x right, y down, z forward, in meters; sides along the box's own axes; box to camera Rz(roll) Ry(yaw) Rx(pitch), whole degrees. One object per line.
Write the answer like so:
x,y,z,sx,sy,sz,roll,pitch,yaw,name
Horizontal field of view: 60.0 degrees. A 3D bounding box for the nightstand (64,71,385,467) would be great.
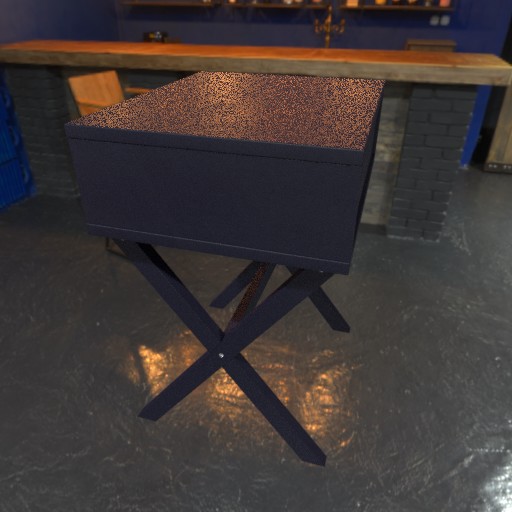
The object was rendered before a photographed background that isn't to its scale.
0.000,0.000,0.908,0.402,0.623,0.479,9,32,14,nightstand
